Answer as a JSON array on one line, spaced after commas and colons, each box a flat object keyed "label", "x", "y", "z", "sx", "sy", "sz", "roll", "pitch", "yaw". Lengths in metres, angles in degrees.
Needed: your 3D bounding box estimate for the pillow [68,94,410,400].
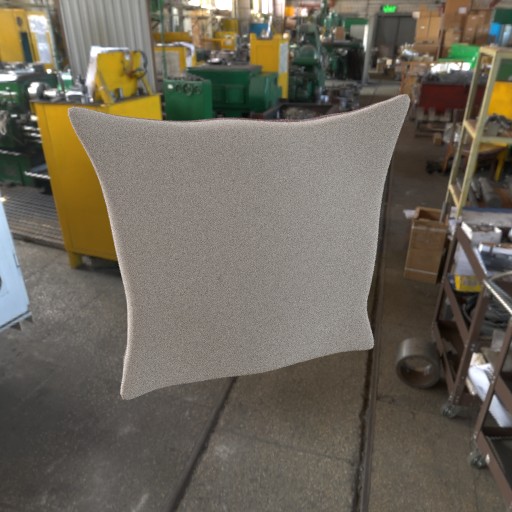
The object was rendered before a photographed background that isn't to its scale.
[{"label": "pillow", "x": 0.000, "y": 0.000, "z": 0.760, "sx": 0.514, "sy": 0.513, "sz": 0.163, "roll": -8, "pitch": 28, "yaw": -15}]
